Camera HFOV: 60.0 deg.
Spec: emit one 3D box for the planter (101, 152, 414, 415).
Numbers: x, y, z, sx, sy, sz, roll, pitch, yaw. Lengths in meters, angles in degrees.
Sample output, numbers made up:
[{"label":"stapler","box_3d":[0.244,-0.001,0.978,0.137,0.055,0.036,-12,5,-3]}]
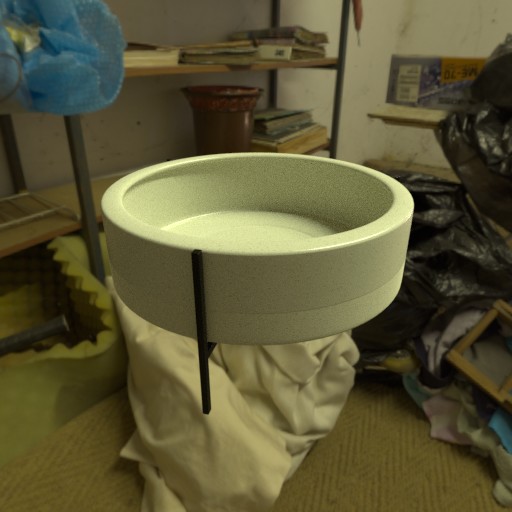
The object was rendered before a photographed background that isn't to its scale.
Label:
[{"label":"planter","box_3d":[0.000,0.000,0.529,0.336,0.171,0.345,7,27,14]}]
